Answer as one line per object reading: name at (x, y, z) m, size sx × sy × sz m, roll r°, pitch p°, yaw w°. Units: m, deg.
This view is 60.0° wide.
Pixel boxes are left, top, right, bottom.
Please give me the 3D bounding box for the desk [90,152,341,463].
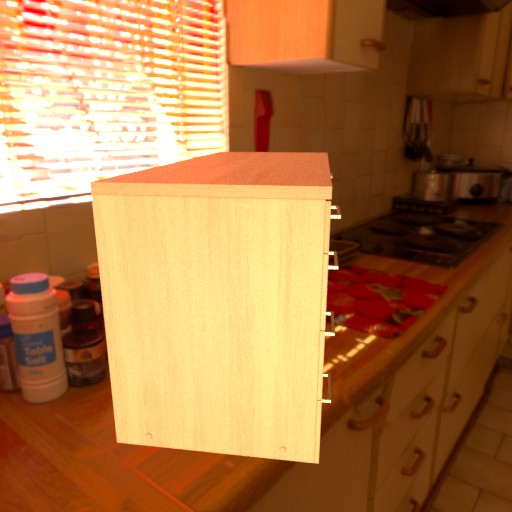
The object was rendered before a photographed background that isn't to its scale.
desk at (0.000, 0.000, 1.778) m, size 0.600 × 0.740 × 1.390 m, roll 2°, pitch 16°, yaw 8°
